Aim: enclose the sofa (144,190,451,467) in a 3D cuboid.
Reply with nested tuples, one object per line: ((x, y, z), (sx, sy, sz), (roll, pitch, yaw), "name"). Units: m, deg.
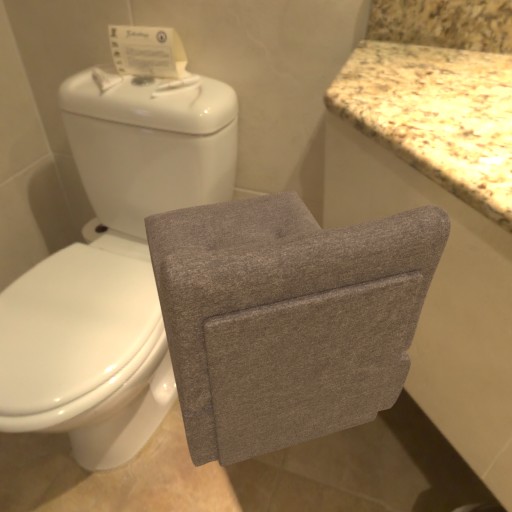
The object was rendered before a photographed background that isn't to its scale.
((0.000, 0.000, 1.531), (0.700, 0.820, 1.000), (-11, 42, -13), "sofa")
